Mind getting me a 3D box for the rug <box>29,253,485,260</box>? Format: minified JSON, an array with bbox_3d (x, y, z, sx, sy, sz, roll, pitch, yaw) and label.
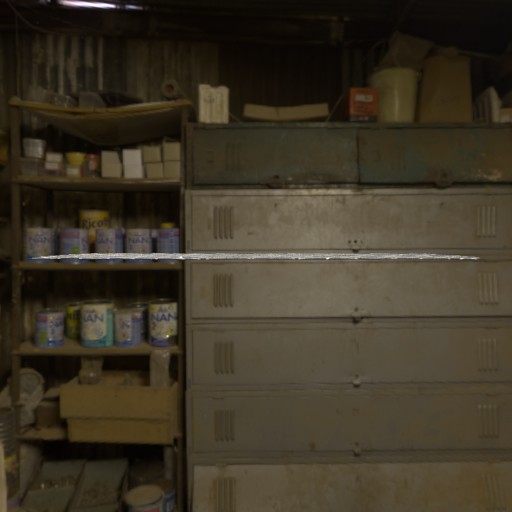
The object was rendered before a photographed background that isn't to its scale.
[{"bbox_3d":[0.000,0.000,2.758,2.476,0.010,0.807,0,2,0],"label":"rug"}]
